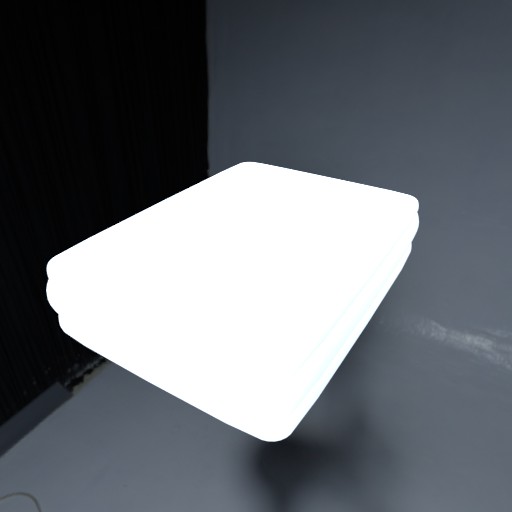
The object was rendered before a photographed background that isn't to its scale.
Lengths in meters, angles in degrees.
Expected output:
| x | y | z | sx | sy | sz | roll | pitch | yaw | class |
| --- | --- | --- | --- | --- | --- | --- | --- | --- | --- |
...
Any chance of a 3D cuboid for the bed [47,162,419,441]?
| x | y | z | sx | sy | sz | roll | pitch | yaw | class |
| --- | --- | --- | --- | --- | --- | --- | --- | --- | --- |
| 0.000 | 0.000 | 2.724 | 1.520 | 0.460 | 2.036 | 18 | 35 | 27 | bed |
